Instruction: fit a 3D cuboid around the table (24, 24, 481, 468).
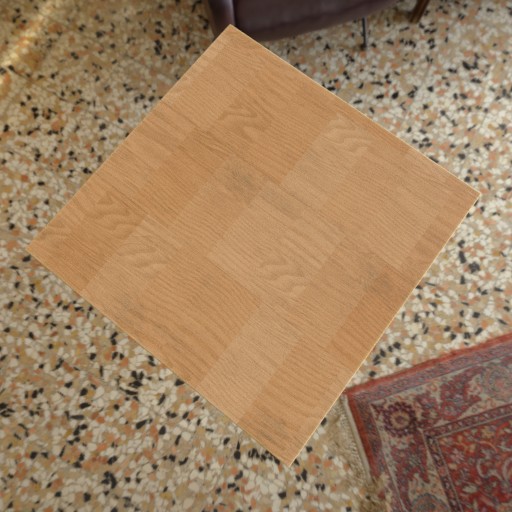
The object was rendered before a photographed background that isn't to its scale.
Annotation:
[{"bbox_3d":[0.000,0.000,1.374,0.747,0.738,0.747,37,80,8],"label":"table"}]
